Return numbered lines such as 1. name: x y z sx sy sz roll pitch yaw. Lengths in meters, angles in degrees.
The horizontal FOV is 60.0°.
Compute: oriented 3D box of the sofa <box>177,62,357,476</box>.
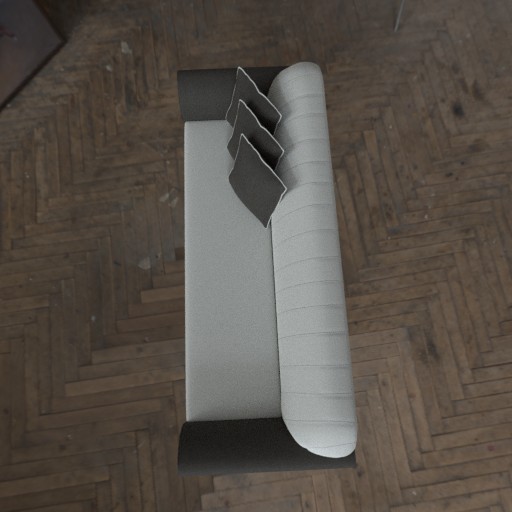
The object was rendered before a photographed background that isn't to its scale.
1. sofa: 0.000 0.000 2.316 0.755 0.787 2.001 -3 75 -1
